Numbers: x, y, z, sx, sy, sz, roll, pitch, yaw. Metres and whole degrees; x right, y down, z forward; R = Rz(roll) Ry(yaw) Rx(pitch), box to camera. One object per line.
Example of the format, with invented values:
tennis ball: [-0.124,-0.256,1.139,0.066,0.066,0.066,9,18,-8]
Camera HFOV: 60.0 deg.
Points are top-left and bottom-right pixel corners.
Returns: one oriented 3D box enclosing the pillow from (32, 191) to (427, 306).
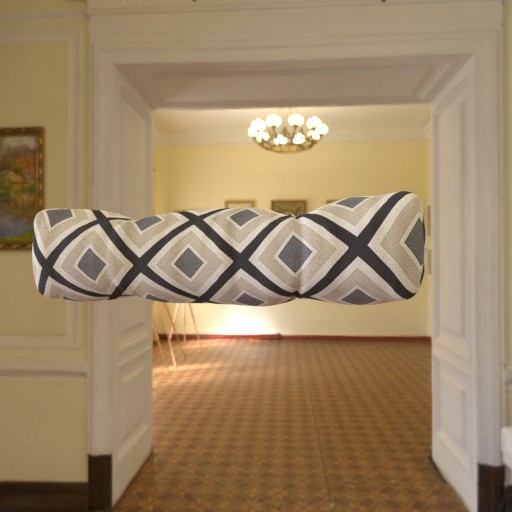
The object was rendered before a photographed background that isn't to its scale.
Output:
pillow: [0.000,0.000,0.717,0.490,0.128,0.468,0,-1,17]
